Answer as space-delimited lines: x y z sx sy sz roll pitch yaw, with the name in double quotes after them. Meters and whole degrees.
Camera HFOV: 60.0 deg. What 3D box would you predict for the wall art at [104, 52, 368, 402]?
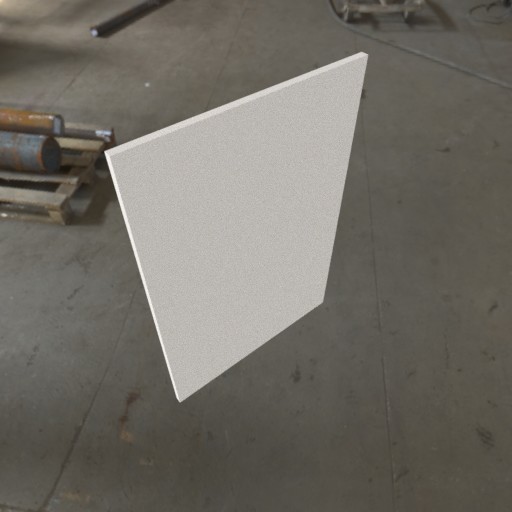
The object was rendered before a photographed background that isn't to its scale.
0.000 0.000 0.620 0.325 0.474 0.010 -30 54 -25 "wall art"
